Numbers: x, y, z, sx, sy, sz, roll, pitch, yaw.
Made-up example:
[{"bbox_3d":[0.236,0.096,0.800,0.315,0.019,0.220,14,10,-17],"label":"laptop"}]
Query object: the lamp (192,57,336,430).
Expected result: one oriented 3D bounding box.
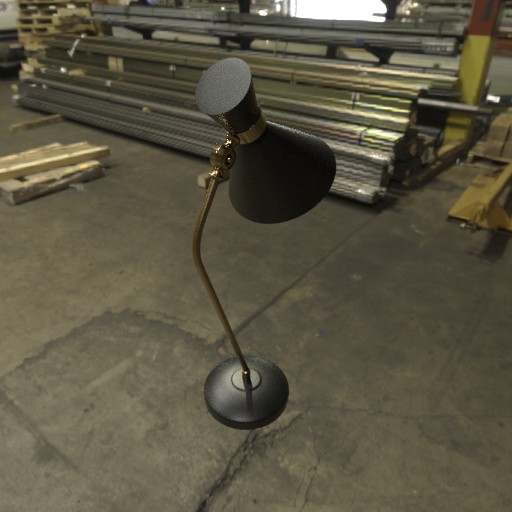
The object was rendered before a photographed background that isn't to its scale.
[{"bbox_3d":[0.000,0.000,0.767,0.189,0.647,0.292,22,39,31],"label":"lamp"}]
